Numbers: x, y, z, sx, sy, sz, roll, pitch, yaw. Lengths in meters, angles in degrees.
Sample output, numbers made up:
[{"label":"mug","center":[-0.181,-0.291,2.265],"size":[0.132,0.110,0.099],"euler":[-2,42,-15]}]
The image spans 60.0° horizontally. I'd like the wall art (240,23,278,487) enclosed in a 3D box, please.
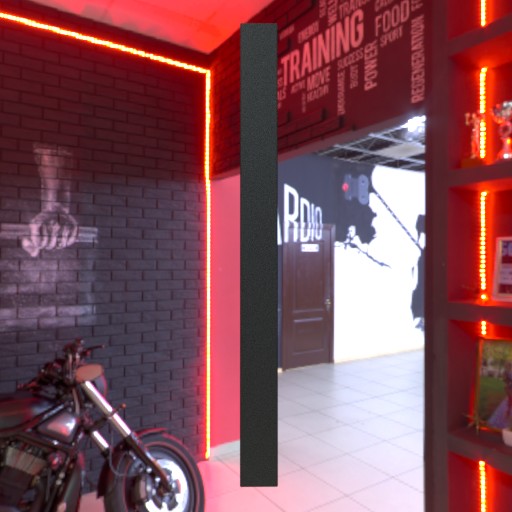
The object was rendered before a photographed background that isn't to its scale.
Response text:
[{"label":"wall art","center":[0.000,0.000,0.500],"size":[0.030,0.369,0.294],"euler":[0,-1,-1]}]
